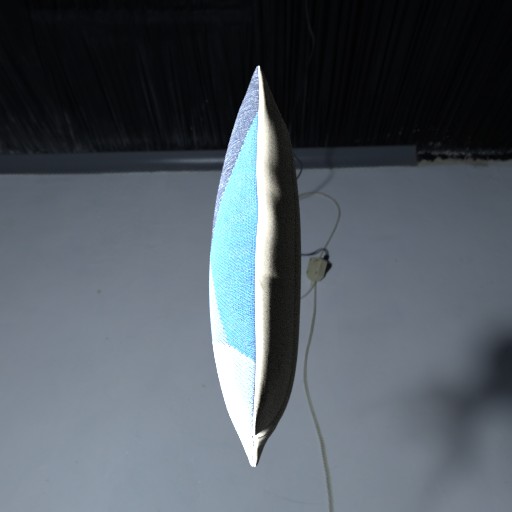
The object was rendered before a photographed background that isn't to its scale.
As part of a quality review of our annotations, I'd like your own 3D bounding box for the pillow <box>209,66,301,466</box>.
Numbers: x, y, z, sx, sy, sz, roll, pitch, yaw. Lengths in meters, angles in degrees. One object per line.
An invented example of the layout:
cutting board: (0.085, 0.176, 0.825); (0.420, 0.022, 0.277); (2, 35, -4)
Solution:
pillow: (0.000, 0.000, 0.734); (0.148, 0.307, 0.604); (1, 59, 0)
